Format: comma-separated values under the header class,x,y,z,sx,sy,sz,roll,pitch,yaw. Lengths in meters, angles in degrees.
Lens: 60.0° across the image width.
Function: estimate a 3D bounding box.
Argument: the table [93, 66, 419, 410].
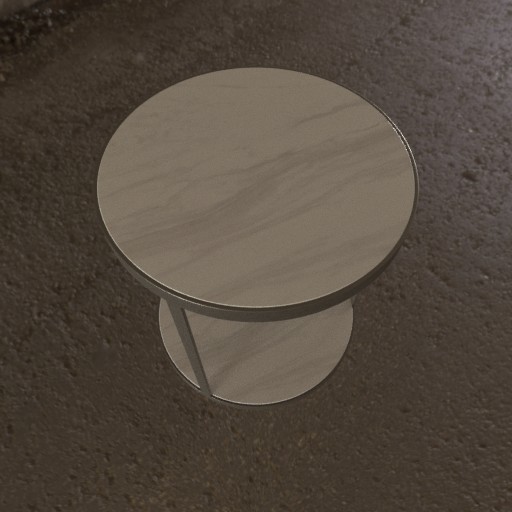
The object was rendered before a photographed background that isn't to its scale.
class,x,y,z,sx,sy,sz,roll,pitch,yaw
table,0.000,0.000,0.819,0.445,0.479,0.445,0,58,0
